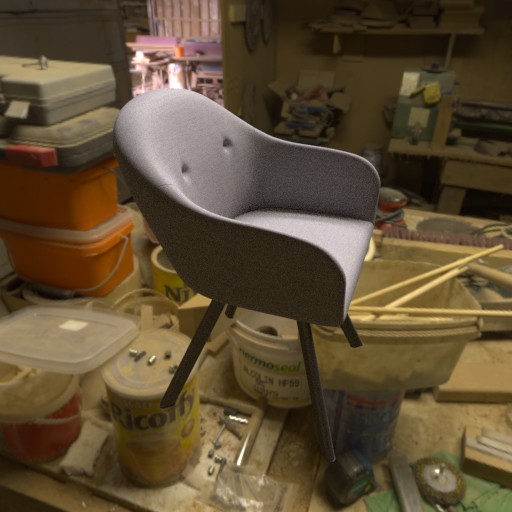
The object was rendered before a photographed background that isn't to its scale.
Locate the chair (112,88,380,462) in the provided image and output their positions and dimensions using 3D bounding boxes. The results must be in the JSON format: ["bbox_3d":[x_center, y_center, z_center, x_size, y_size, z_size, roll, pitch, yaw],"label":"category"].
[{"bbox_3d":[0.000,0.000,1.138,0.570,0.780,0.540,11,32,18],"label":"chair"}]
